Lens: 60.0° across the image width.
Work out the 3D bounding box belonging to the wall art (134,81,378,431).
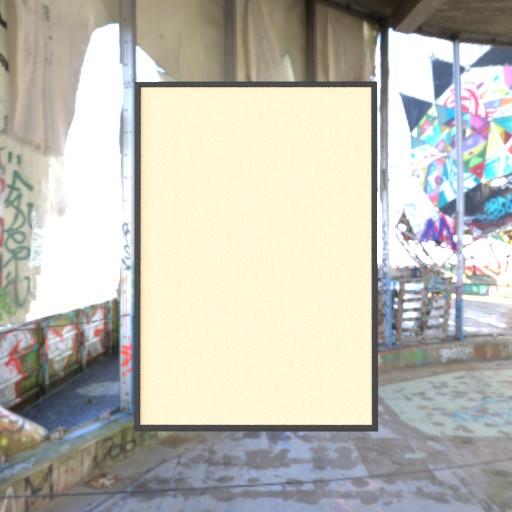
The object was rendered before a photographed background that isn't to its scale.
[{"bbox_3d":[0.000,0.000,0.842,0.460,0.660,0.013,0,0,0],"label":"wall art"}]
